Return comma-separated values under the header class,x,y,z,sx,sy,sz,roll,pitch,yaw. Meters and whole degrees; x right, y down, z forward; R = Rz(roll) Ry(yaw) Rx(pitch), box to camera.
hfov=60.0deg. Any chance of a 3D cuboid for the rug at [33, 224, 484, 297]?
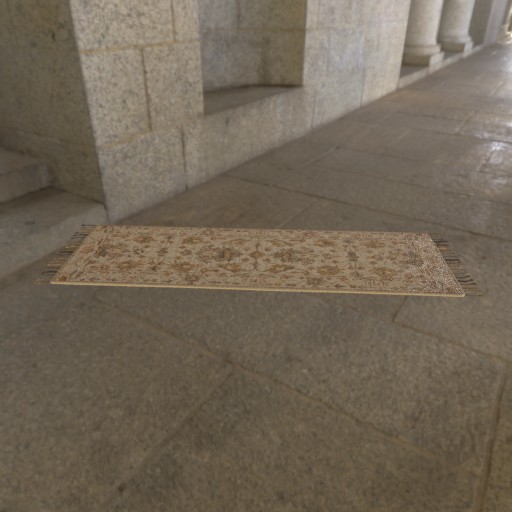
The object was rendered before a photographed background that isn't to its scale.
class,x,y,z,sx,sy,sz,roll,pitch,yaw
rug,0.000,0.000,2.683,2.438,0.021,0.729,2,30,3
